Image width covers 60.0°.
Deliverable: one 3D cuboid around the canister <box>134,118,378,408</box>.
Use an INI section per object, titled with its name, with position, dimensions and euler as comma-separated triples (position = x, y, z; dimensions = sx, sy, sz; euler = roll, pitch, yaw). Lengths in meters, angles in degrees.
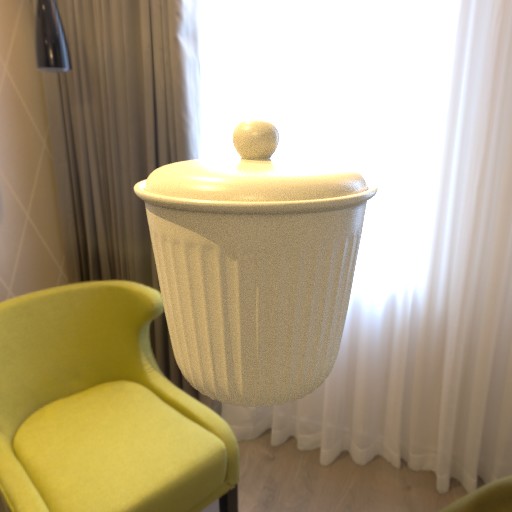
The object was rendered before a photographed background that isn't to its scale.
[canister]
position = 0.000, 0.000, 0.356
dimensions = 0.181, 0.211, 0.181
euler = 0, 17, 0
